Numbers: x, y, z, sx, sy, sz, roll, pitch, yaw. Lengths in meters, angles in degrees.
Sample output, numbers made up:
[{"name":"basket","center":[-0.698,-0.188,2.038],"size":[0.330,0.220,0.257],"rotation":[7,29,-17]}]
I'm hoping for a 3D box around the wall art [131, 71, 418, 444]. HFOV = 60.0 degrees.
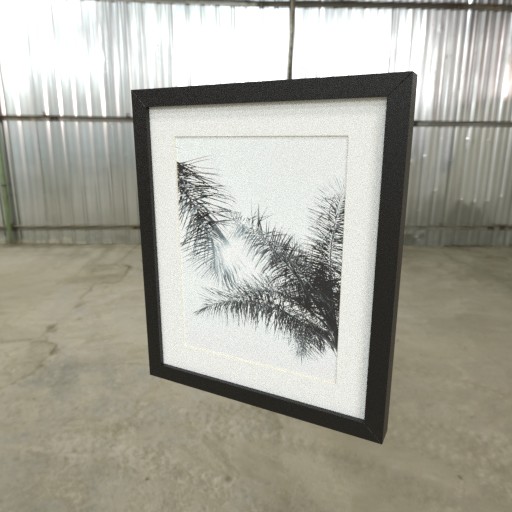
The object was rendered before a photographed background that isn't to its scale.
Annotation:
[{"name":"wall art","center":[0.000,0.000,0.521],"size":[0.325,0.380,0.028],"rotation":[7,16,26]}]
